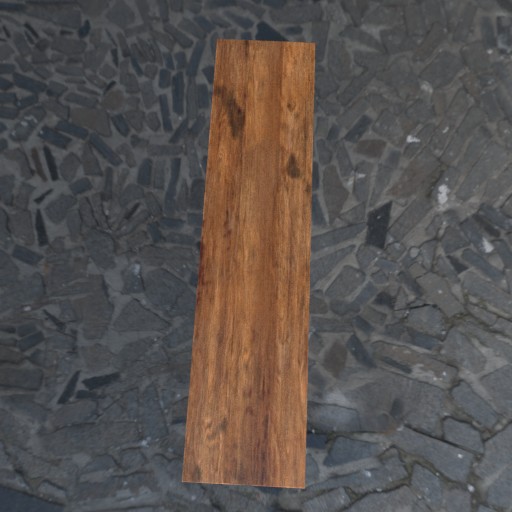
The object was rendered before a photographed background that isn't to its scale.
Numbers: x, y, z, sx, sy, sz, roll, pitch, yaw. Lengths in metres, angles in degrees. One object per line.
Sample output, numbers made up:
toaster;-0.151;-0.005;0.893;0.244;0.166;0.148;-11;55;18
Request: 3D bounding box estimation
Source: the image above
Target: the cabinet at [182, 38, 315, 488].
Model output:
cabinet;0.000;0.000;1.669;0.349;0.528;1.448;3;77;1
